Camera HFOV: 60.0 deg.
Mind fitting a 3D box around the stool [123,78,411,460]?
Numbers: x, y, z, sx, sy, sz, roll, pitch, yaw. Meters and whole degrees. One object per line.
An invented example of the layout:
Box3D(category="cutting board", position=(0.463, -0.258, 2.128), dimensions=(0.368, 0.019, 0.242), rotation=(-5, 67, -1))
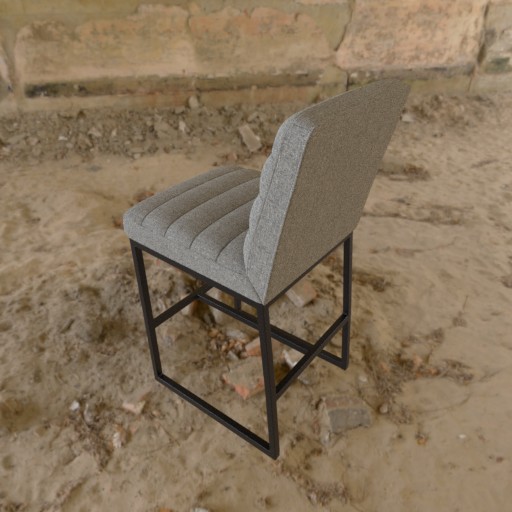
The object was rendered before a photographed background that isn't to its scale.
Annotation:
Box3D(category="stool", position=(0.000, 0.000, 1.240), dimensions=(0.560, 0.940, 0.460), rotation=(22, 38, 31))
